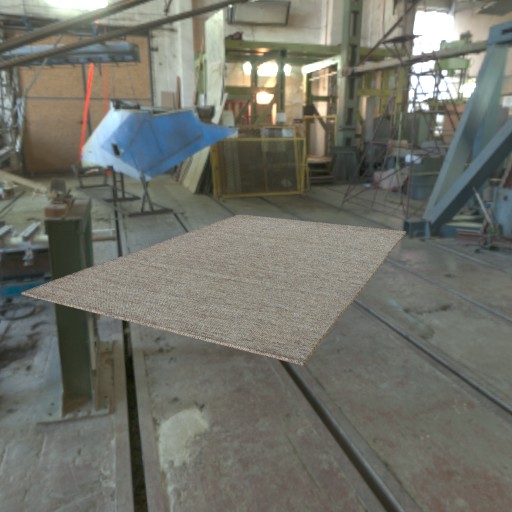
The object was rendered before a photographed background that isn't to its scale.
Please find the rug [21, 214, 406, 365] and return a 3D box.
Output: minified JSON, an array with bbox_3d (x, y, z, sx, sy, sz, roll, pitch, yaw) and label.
[{"bbox_3d":[0.000,0.000,2.906,1.547,0.013,2.283,8,19,26],"label":"rug"}]
